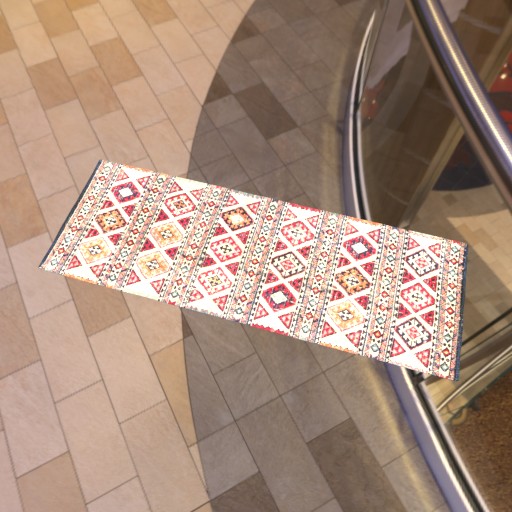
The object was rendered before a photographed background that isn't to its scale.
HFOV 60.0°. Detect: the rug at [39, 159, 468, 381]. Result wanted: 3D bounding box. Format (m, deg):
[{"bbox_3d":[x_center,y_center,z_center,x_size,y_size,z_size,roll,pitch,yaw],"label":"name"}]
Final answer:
[{"bbox_3d":[0.000,0.000,2.569,2.362,0.008,0.832,14,63,7],"label":"rug"}]
